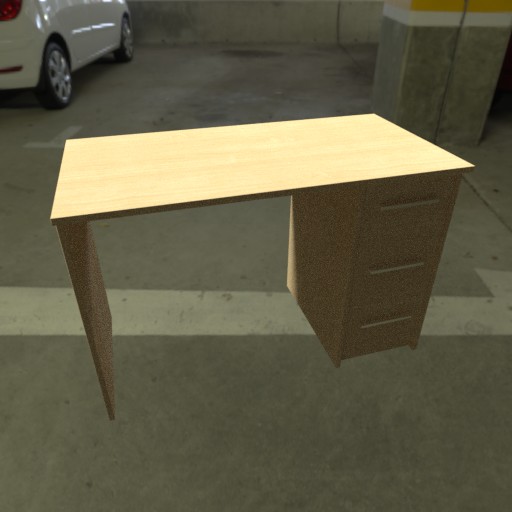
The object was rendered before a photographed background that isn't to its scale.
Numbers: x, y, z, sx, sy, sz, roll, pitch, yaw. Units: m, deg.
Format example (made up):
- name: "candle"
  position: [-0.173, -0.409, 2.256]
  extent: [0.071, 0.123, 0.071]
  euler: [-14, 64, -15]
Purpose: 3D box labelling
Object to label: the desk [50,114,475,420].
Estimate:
- name: "desk"
  position: [0.000, 0.000, 1.517]
  extent: [1.097, 0.735, 0.560]
  euler: [-9, 34, -14]
